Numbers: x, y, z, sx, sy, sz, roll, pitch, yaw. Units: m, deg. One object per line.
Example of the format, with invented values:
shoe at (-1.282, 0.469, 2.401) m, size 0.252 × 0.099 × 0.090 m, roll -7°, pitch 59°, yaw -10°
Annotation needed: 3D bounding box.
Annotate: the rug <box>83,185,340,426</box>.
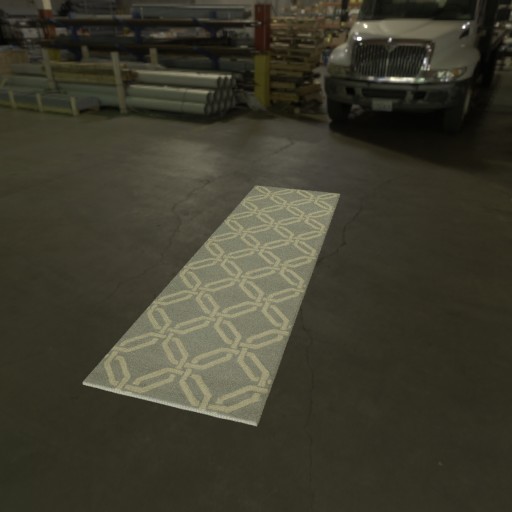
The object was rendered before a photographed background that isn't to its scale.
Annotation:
rug at (0.000, 0.000, 2.519) m, size 0.678 × 0.014 × 2.276 m, roll 8°, pitch 29°, yaw 14°
